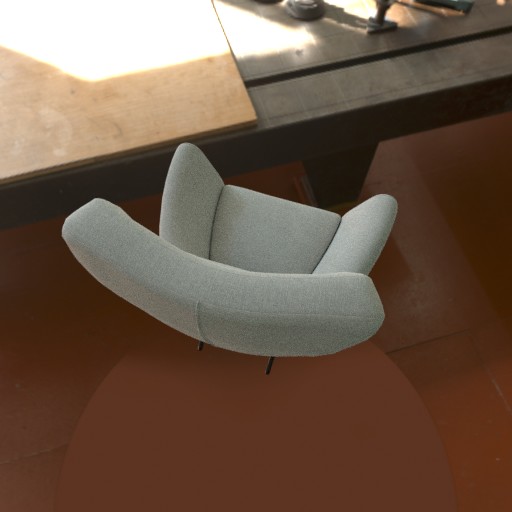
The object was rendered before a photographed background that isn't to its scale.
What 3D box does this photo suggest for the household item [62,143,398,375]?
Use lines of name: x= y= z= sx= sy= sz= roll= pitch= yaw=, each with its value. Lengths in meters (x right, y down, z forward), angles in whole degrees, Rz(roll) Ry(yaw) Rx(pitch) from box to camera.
household item: x=0.000 y=0.000 z=1.758 sx=0.980 sy=1.050 sz=0.900 roll=16 pitch=64 yaw=8
